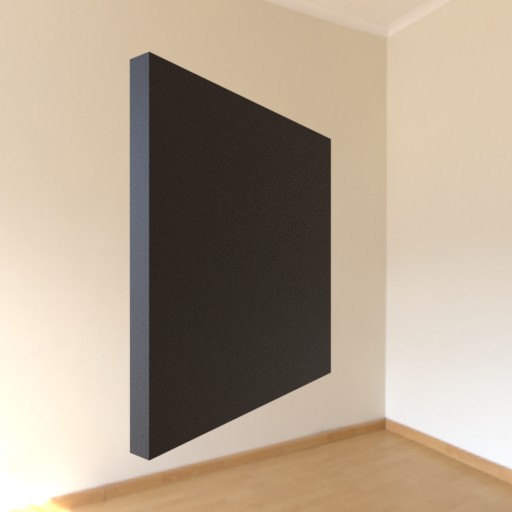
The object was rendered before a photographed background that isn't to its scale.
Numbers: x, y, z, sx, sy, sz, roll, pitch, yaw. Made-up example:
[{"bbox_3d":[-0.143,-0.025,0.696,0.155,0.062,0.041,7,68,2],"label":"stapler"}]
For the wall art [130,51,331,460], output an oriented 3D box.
[{"bbox_3d":[0.000,0.000,0.766,0.038,0.507,0.507,0,0,36],"label":"wall art"}]
